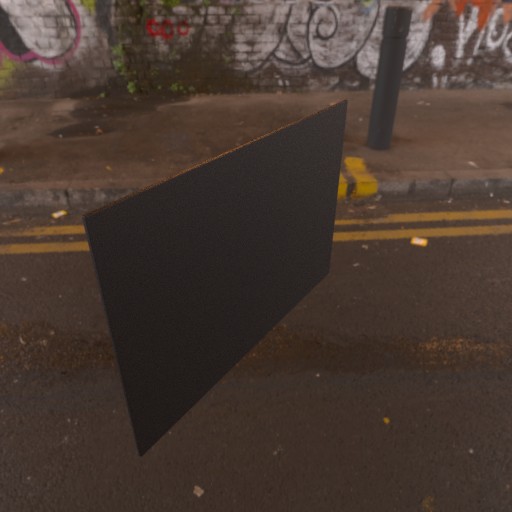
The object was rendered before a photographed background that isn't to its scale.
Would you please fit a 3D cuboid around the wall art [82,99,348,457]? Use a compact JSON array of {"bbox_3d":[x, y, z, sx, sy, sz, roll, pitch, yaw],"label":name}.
[{"bbox_3d":[0.000,0.000,1.519,0.013,0.811,1.192,21,38,30],"label":"wall art"}]
